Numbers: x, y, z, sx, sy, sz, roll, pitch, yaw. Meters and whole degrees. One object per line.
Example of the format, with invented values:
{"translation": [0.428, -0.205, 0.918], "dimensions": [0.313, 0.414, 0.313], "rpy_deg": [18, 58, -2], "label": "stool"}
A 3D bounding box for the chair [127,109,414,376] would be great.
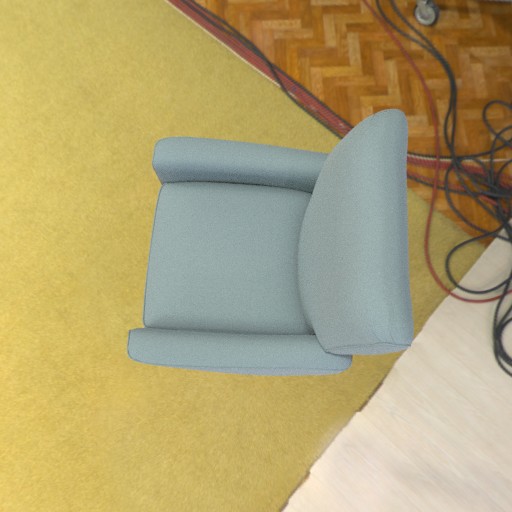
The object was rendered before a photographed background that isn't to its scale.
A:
{"translation": [0.000, 0.000, 1.644], "dimensions": [0.846, 1.007, 0.853], "rpy_deg": [4, 75, 1], "label": "chair"}
